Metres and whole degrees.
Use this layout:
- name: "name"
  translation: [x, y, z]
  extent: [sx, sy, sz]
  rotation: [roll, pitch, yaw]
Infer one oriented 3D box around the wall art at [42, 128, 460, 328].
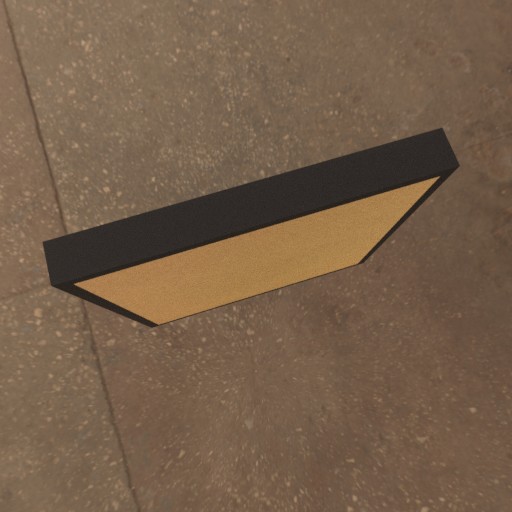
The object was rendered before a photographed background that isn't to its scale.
- name: "wall art"
  translation: [0.000, 0.000, 0.467]
  extent: [0.305, 0.304, 0.033]
  rotation: [-17, 76, -4]
